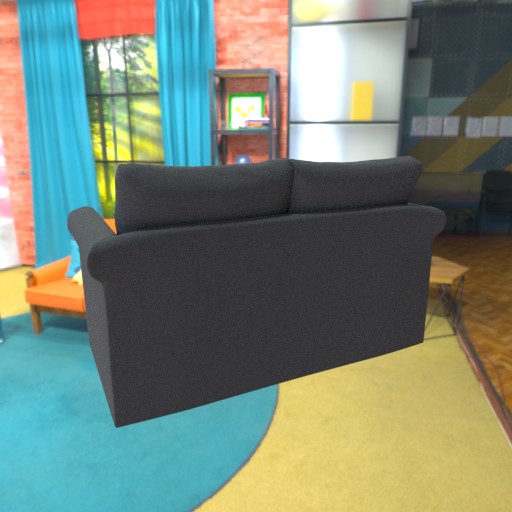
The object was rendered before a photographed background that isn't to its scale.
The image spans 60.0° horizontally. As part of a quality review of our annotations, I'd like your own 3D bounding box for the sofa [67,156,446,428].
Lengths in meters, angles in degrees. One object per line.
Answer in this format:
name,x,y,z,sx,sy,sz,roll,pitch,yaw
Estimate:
sofa,0.000,0.000,1.951,1.460,0.872,0.741,-8,17,-26
